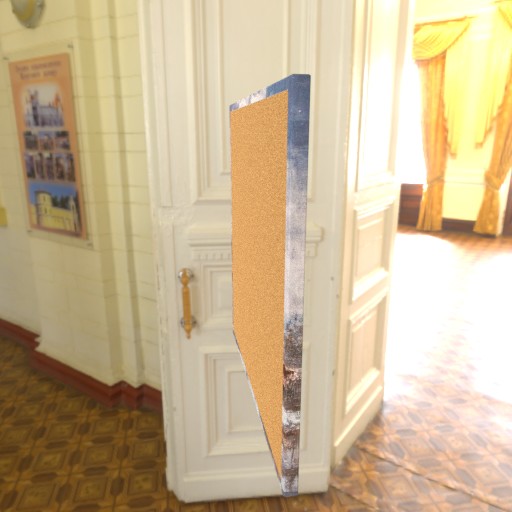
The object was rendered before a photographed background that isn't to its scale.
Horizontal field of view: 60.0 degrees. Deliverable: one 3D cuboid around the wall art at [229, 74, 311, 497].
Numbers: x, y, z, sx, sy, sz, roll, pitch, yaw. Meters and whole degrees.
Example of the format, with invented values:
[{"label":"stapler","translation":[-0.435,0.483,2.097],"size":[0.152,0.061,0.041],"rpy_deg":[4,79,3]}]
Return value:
[{"label":"wall art","translation":[0.000,0.000,1.490],"size":[0.040,1.020,1.010],"rpy_deg":[-3,16,-10]}]
